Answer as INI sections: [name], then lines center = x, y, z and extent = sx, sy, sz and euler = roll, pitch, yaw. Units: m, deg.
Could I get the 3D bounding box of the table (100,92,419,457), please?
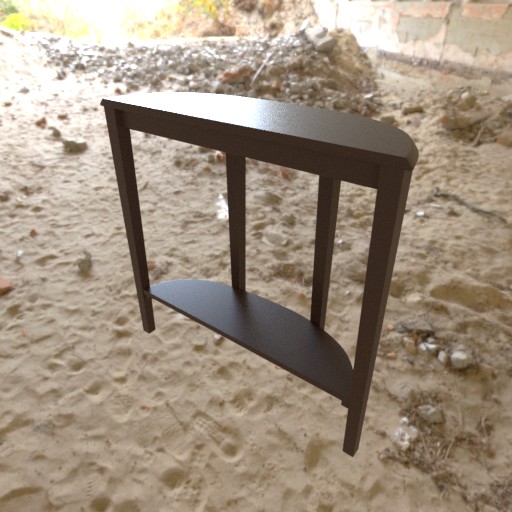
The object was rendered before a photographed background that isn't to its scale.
[table]
center = 0.000, 0.000, 1.307
extent = 0.909, 0.831, 0.274
euler = 21, 36, 32
